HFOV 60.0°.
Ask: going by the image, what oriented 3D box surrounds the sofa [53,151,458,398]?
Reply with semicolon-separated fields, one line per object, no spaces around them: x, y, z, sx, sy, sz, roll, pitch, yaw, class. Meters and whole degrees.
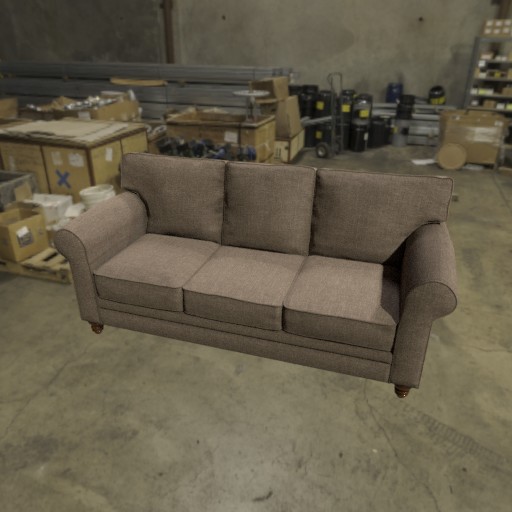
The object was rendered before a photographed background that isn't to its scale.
0.000;0.000;2.569;2.084;0.961;0.916;8;27;16;sofa
